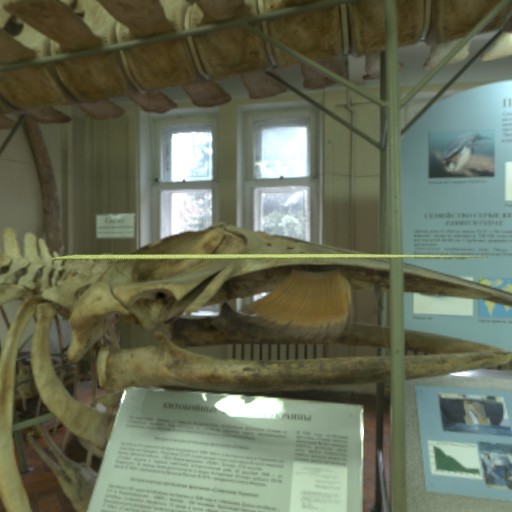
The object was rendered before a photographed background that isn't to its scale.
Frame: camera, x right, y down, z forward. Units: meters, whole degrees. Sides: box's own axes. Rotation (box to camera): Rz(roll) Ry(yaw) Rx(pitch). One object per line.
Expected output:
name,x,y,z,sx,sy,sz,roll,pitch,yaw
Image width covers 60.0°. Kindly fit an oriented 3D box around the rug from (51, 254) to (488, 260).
rug,0.000,0.000,2.896,2.297,0.007,1.529,0,1,-19
